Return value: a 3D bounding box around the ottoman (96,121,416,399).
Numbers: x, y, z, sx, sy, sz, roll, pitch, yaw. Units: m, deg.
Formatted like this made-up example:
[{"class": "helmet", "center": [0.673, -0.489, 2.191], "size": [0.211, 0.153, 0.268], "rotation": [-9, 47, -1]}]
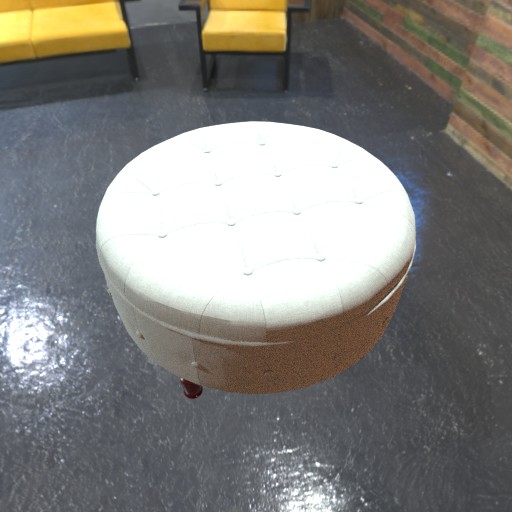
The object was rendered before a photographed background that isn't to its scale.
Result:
[{"class": "ottoman", "center": [0.000, 0.000, 1.329], "size": [0.850, 0.483, 0.850], "rotation": [0, 45, 0]}]
